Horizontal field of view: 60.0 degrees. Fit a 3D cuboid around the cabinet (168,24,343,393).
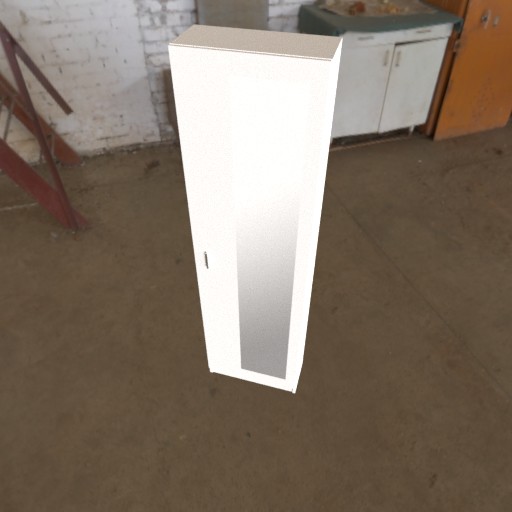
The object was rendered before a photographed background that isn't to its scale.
[{"bbox_3d":[0.000,0.000,1.968,0.500,1.790,0.230,11,44,12],"label":"cabinet"}]
